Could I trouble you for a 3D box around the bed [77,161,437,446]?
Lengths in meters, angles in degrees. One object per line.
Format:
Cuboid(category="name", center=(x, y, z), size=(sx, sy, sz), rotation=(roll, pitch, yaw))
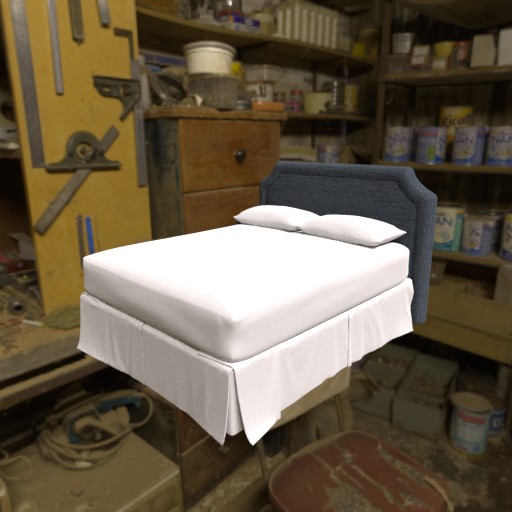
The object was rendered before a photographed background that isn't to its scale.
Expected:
Cuboid(category="bed", center=(0.000, 0.000, 3.370), size=(1.828, 1.297, 2.208), rotation=(14, 20, 42))
